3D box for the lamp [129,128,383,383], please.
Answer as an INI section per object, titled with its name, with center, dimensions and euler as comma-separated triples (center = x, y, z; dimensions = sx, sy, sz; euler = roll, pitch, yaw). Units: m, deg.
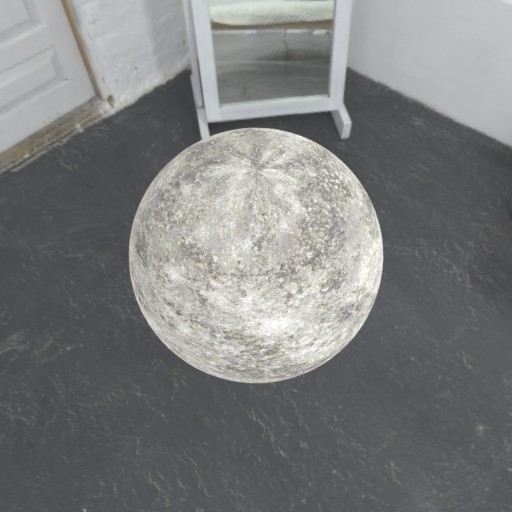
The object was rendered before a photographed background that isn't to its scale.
[lamp]
center = 0.000, 0.000, 0.765
dimensions = 0.422, 0.429, 0.422
euler = 0, 58, 0
